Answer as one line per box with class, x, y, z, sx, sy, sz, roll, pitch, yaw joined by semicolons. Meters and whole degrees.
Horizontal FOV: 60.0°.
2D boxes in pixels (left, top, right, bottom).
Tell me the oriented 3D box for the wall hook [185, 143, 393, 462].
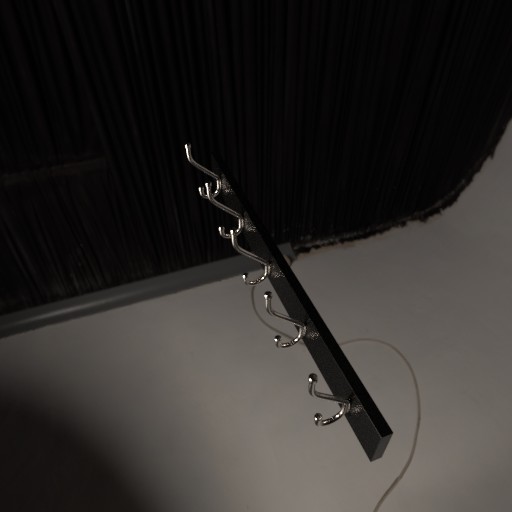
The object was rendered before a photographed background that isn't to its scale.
wall hook;0.000;0.000;0.621;0.071;0.117;0.571;-15;46;-15
